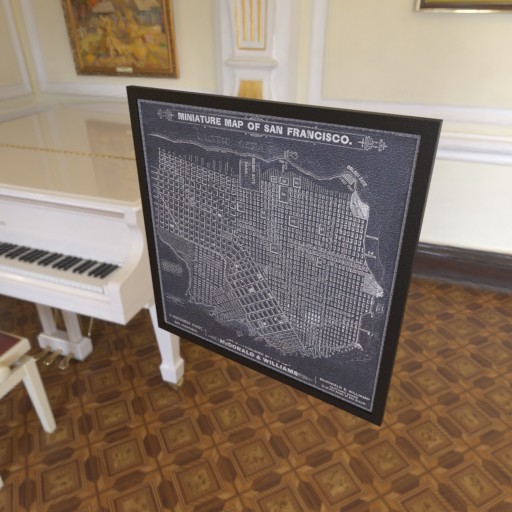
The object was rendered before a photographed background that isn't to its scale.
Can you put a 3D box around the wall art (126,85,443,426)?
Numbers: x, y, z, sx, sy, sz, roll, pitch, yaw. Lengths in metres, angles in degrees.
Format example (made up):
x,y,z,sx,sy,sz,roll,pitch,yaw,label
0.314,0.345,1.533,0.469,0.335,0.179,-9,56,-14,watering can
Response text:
x,y,z,sx,sy,sz,roll,pitch,yaw,label
0.000,0.000,1.197,0.807,0.807,0.022,17,33,28,wall art
